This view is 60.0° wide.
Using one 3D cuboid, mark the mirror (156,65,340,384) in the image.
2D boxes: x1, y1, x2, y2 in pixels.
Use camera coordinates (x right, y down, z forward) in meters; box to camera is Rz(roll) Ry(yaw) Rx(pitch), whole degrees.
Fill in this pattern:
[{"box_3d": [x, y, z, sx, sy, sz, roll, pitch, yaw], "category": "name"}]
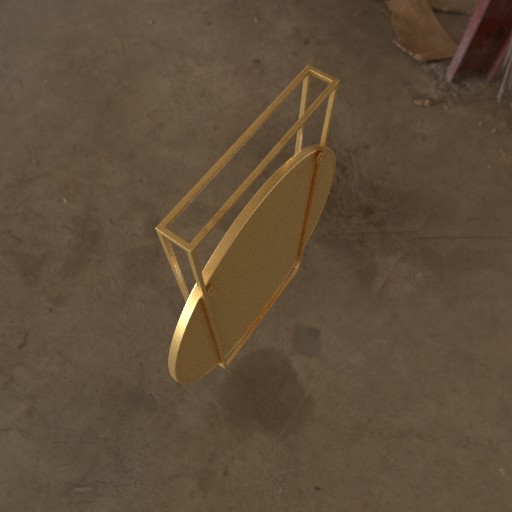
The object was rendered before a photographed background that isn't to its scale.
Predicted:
[{"box_3d": [0.000, 0.000, 0.812, 0.051, 0.603, 0.508, 33, 68, 15], "category": "mirror"}]
